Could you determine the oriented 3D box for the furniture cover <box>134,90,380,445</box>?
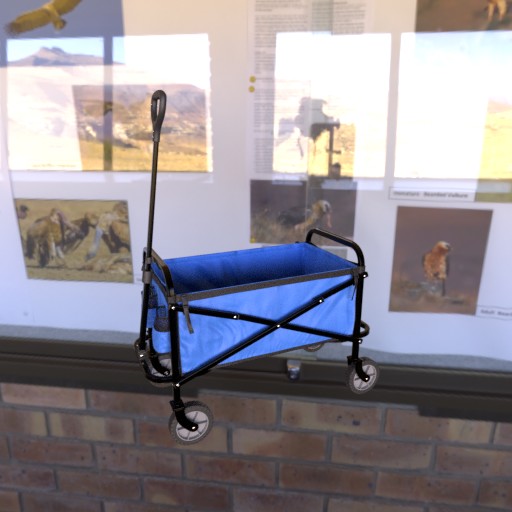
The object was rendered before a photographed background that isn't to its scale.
[{"bbox_3d":[0.000,0.000,1.872,1.038,1.295,0.532,-7,18,-24],"label":"furniture cover"}]
